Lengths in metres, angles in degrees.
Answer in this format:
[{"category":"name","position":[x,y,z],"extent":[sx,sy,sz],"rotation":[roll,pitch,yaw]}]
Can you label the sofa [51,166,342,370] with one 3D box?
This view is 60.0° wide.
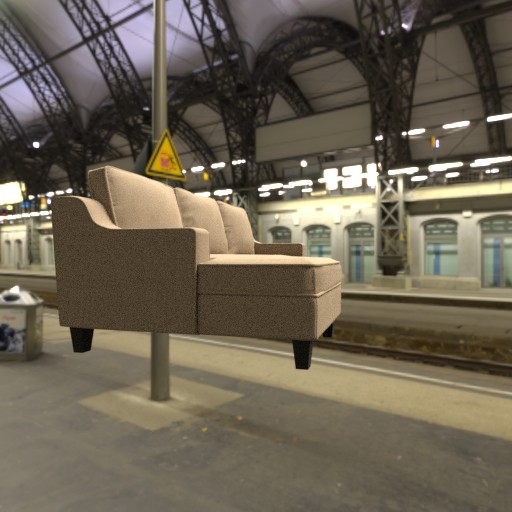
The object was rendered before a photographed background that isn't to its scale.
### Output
[{"category":"sofa","position":[0.000,0.000,3.152],"extent":[1.294,0.928,2.561],"rotation":[0,0,17]}]
